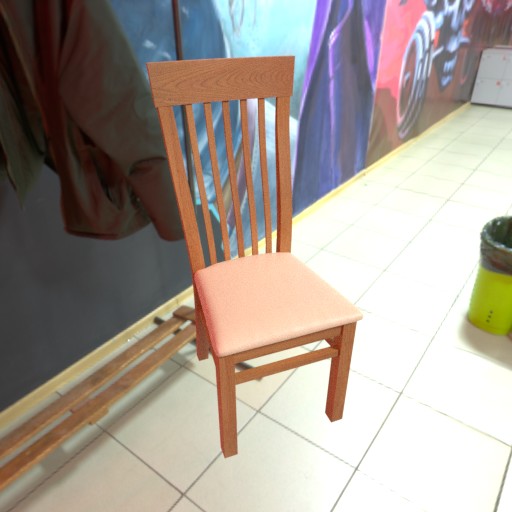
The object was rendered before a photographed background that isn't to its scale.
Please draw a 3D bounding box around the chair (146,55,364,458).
[{"bbox_3d":[0.000,0.000,1.358,0.450,1.050,0.580,-11,33,-18],"label":"chair"}]
